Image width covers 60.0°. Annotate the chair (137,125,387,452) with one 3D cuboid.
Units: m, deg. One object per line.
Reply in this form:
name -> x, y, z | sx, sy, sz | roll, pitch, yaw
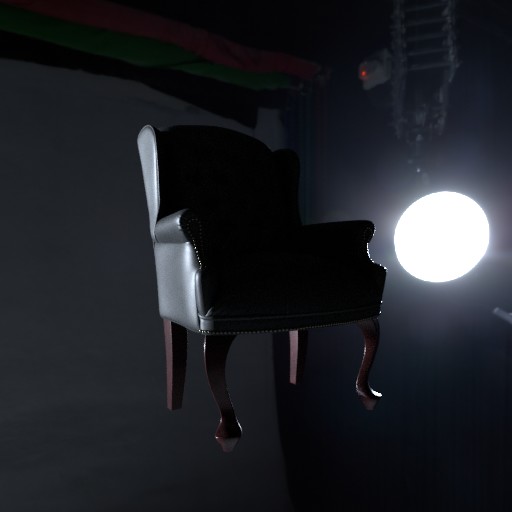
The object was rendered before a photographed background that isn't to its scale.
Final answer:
chair -> 0.000, 0.000, 1.689 | 0.838, 1.111, 0.762 | 0, 0, -34
